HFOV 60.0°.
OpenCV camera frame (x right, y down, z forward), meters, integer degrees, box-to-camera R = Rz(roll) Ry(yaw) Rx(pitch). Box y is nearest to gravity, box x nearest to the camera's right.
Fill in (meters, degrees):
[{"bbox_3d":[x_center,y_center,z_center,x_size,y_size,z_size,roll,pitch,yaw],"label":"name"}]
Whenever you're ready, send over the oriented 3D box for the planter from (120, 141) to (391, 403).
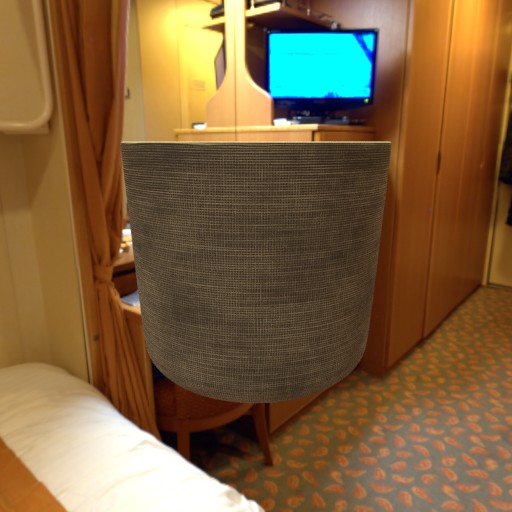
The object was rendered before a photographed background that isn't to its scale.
[{"bbox_3d":[0.000,0.000,0.799,0.440,0.398,0.440,0,14,0],"label":"planter"}]
